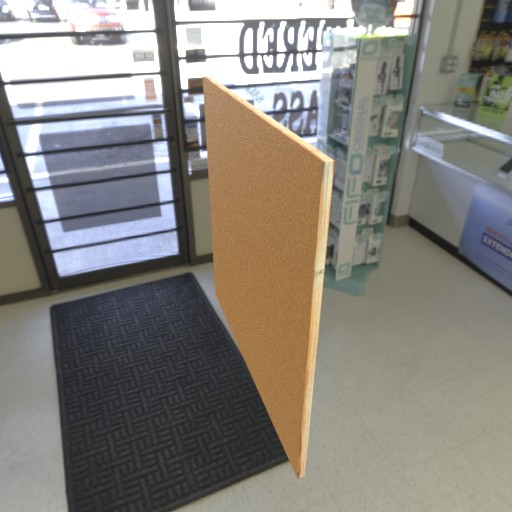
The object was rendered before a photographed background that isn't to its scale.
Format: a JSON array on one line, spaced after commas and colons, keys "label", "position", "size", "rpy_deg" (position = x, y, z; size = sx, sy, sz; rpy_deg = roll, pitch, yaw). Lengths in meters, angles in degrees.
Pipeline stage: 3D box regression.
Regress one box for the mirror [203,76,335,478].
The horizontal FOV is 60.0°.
[{"label": "mirror", "position": [0.000, 0.000, 1.212], "size": [0.061, 0.804, 0.804], "rpy_deg": [-10, 33, -16]}]
